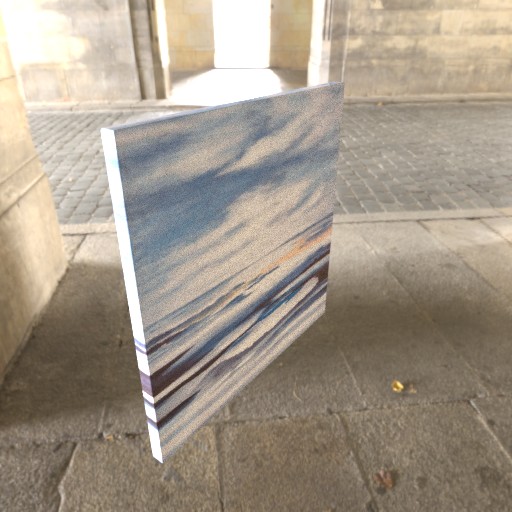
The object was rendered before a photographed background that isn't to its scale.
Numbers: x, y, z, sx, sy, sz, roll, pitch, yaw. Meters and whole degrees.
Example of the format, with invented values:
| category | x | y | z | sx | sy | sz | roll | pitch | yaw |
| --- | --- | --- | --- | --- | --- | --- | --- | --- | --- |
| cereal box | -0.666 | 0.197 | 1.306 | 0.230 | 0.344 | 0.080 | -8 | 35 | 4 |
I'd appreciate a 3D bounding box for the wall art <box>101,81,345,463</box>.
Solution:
| category | x | y | z | sx | sy | sz | roll | pitch | yaw |
| --- | --- | --- | --- | --- | --- | --- | --- | --- | --- |
| wall art | 0.000 | 0.000 | 1.106 | 0.035 | 0.747 | 0.747 | 19 | 34 | 32 |
